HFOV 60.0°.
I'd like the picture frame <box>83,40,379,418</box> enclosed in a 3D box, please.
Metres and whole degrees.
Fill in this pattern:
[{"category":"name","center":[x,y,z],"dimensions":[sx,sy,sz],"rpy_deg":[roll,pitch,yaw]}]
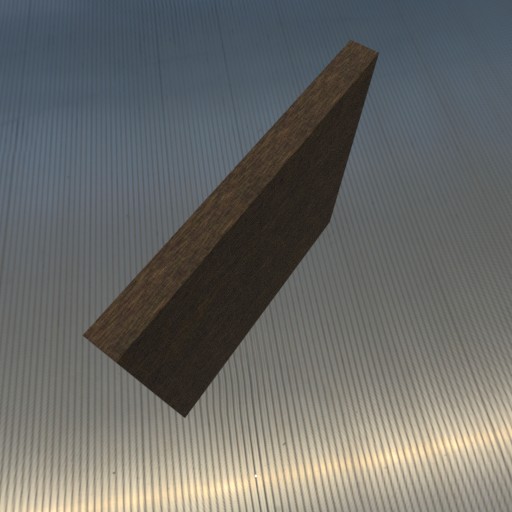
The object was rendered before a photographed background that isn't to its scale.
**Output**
[{"category":"picture frame","center":[0.000,0.000,0.526],"dimensions":[0.033,0.330,0.378],"rpy_deg":[32,68,15]}]
